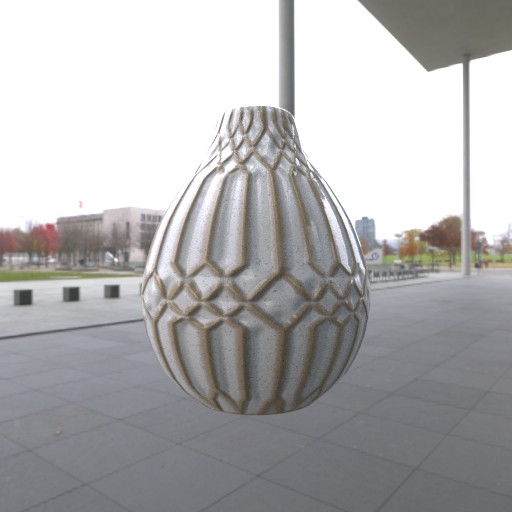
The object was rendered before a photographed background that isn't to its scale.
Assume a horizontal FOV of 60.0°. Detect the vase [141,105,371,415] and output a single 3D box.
[{"bbox_3d":[0.000,0.000,0.318,0.159,0.200,0.159,0,0,0],"label":"vase"}]
